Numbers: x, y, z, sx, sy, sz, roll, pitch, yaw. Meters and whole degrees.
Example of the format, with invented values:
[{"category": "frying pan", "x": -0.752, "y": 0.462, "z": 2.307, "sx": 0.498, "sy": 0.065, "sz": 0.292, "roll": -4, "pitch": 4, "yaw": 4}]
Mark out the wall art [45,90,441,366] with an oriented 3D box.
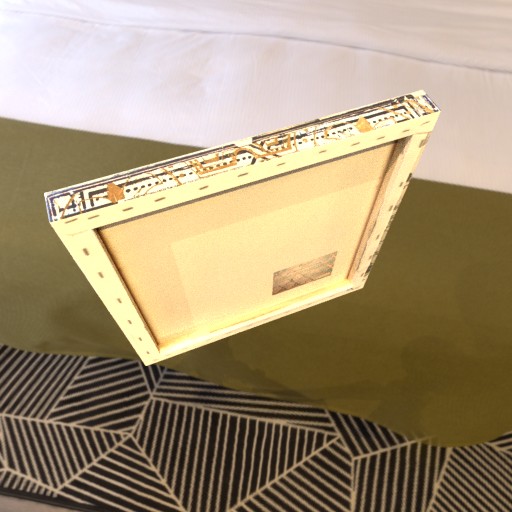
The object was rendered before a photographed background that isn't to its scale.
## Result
[{"category": "wall art", "x": 0.000, "y": 0.000, "z": 0.619, "sx": 0.411, "sy": 0.410, "sz": 0.038, "roll": -18, "pitch": 60, "yaw": -11}]
